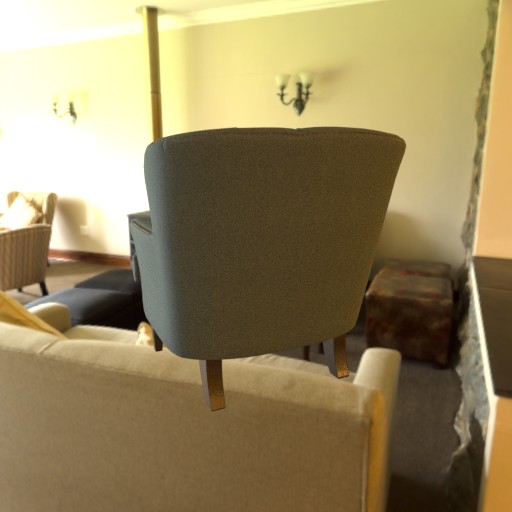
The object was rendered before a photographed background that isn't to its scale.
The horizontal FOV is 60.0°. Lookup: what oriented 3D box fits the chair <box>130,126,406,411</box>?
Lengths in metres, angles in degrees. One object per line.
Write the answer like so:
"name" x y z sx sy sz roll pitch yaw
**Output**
"chair" 0.000 0.000 1.627 0.848 0.868 0.906 -6 14 -25
